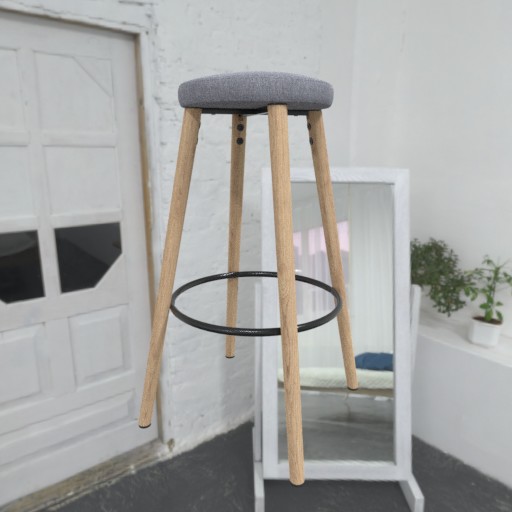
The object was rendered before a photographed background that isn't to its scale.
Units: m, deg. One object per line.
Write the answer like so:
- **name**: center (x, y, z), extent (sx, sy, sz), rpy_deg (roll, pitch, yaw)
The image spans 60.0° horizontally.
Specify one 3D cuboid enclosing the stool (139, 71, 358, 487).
- **stool**: center (0.000, 0.000, 1.010), extent (0.410, 0.770, 0.410), rpy_deg (8, 16, 27)
